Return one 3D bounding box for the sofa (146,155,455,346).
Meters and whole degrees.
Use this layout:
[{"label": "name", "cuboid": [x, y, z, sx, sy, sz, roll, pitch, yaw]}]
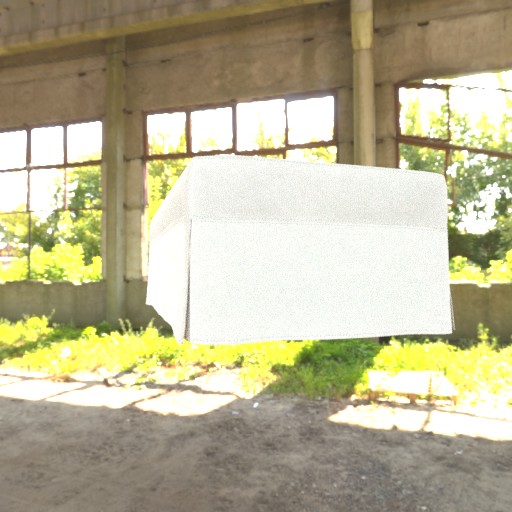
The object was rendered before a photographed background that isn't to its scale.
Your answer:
[{"label": "sofa", "cuboid": [0.000, 0.000, 2.121, 0.939, 0.552, 1.677, 1, -2, -17]}]
